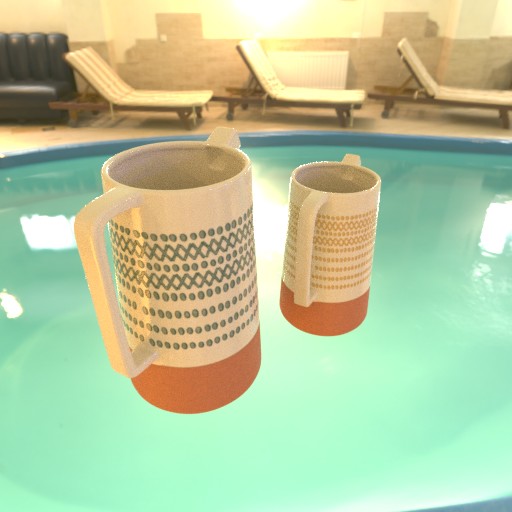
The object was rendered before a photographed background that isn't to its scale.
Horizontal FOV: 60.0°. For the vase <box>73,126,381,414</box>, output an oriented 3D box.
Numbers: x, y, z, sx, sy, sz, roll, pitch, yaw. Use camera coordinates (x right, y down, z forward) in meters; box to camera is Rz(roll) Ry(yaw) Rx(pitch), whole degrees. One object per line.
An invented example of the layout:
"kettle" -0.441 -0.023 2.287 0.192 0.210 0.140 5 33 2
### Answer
"vase" 0.000 0.000 0.461 0.326 0.247 0.168 -12 34 -19
